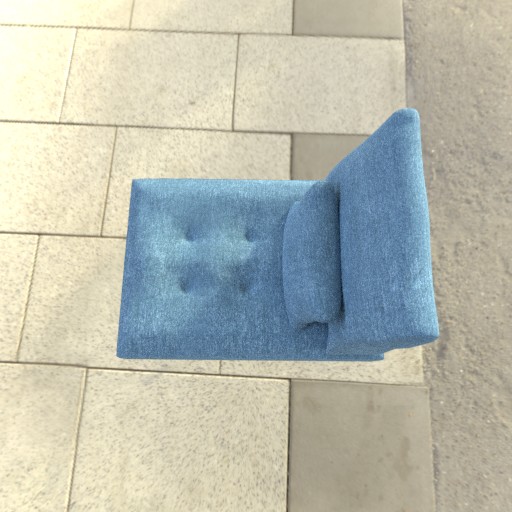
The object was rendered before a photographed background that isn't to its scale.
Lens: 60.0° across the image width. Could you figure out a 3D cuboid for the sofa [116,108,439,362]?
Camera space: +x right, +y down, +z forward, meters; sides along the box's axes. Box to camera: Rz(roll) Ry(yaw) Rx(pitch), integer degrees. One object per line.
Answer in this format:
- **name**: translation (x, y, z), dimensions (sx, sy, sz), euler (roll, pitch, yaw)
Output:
- **sofa**: translation (0.000, 0.000, 1.564), dimensions (1.000, 0.820, 0.700), euler (1, 75, 0)
